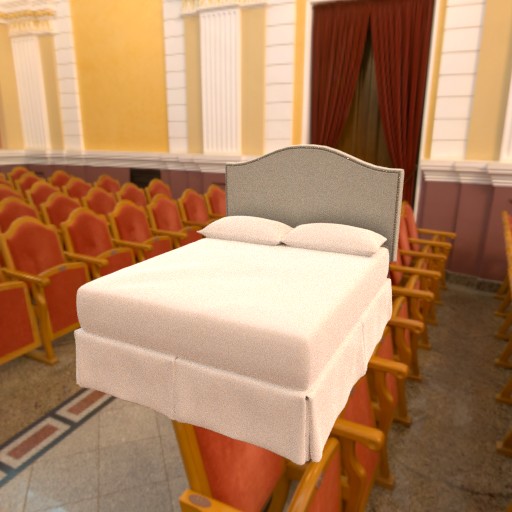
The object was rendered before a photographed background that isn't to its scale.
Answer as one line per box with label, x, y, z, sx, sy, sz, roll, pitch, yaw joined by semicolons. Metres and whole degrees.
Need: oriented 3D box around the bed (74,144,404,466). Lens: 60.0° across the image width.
bed;0.000;0.000;3.409;1.813;1.607;2.180;8;18;26
